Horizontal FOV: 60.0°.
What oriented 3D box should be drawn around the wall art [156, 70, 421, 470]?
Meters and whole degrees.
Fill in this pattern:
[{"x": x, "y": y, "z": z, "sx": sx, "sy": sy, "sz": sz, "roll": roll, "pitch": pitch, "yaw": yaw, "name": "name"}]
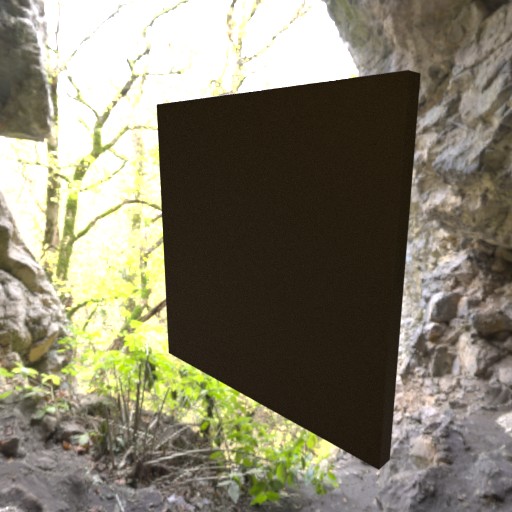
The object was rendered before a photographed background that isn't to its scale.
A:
[{"x": 0.000, "y": 0.000, "z": 0.725, "sx": 0.030, "sy": 0.506, "sz": 0.503, "roll": -13, "pitch": 18, "yaw": -43, "name": "wall art"}]
